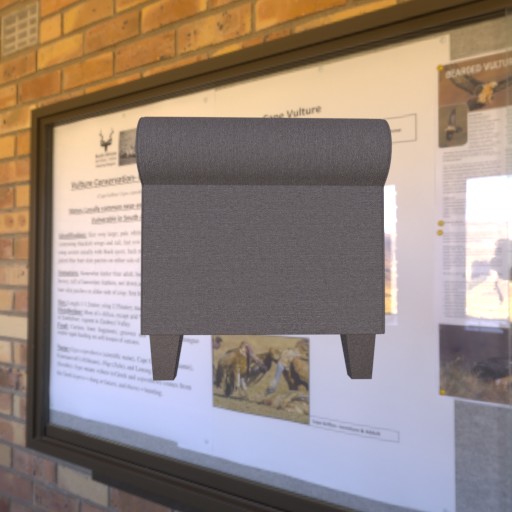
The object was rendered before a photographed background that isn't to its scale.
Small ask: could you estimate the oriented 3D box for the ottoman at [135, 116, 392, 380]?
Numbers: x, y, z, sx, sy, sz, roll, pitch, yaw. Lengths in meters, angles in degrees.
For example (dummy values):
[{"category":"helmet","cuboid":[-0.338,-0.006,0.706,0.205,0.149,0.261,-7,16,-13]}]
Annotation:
[{"category":"ottoman","cuboid":[0.000,0.000,1.484,0.521,0.547,1.256,0,-2,-2]}]
